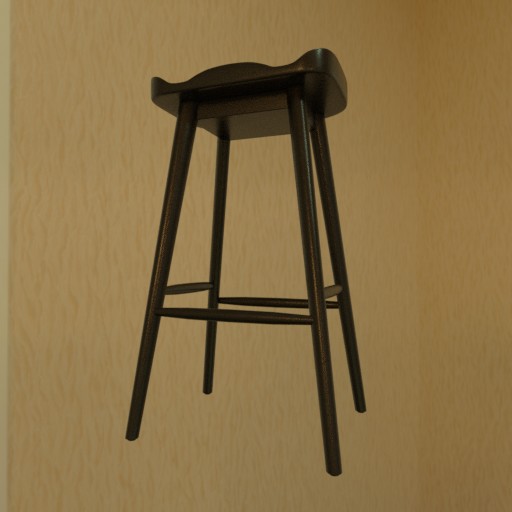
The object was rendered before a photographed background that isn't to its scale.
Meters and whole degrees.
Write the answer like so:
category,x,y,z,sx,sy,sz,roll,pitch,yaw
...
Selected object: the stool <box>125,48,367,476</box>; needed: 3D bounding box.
category,x,y,z,sx,sy,sz,roll,pitch,yaw
stool,0.000,0.000,0.989,0.440,0.749,0.361,0,-1,21
